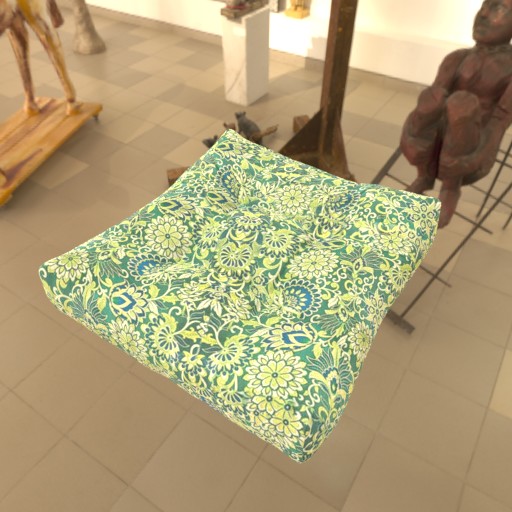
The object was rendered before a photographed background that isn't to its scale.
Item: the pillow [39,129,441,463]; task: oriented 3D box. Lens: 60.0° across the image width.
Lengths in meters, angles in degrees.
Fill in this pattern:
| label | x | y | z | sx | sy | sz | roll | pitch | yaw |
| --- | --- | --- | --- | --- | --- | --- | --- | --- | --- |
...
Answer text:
| label | x | y | z | sx | sy | sz | roll | pitch | yaw |
| --- | --- | --- | --- | --- | --- | --- | --- | --- | --- |
| pillow | 0.000 | 0.000 | 0.725 | 0.468 | 0.128 | 0.490 | 24 | 50 | 22 |
